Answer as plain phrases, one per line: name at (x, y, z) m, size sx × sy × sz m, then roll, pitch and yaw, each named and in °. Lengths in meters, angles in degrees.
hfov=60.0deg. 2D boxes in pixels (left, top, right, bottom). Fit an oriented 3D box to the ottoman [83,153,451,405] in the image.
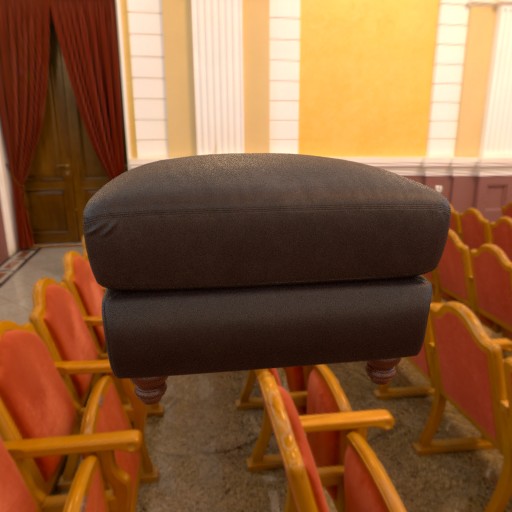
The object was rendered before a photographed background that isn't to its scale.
ottoman at (0.000, 0.000, 1.272) m, size 0.806 × 0.569 × 0.670 m, roll -2°, pitch 16°, yaw -8°
